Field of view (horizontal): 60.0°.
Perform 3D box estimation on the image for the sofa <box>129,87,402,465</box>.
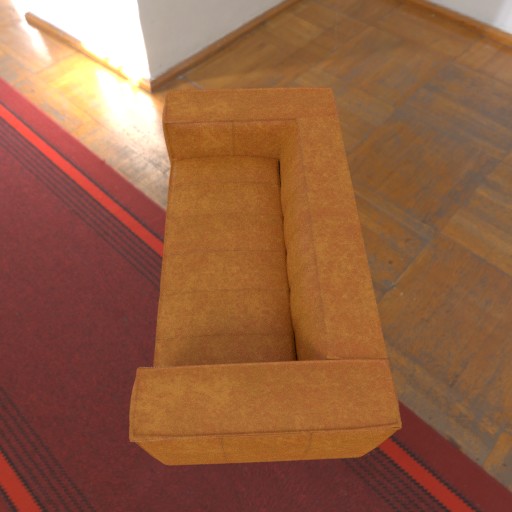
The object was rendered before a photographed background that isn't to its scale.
[{"bbox_3d":[0.000,0.000,2.497,1.102,0.703,2.088,-2,57,-1],"label":"sofa"}]
